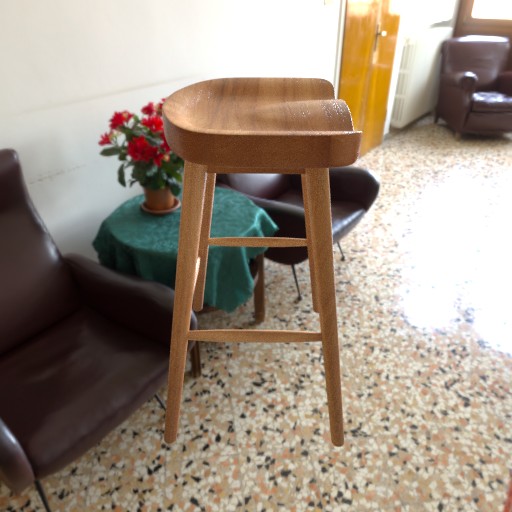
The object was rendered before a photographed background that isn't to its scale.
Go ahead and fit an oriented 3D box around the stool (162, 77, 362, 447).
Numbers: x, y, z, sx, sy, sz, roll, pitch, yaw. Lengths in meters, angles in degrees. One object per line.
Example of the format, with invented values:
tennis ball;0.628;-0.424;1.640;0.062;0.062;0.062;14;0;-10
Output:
stool;0.000;0.000;0.900;0.361;0.615;0.440;1;32;1
